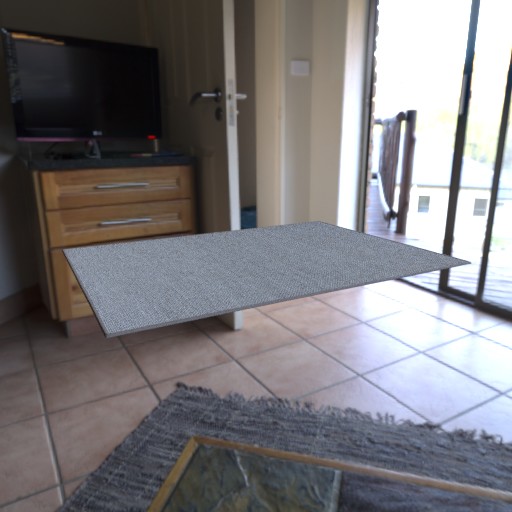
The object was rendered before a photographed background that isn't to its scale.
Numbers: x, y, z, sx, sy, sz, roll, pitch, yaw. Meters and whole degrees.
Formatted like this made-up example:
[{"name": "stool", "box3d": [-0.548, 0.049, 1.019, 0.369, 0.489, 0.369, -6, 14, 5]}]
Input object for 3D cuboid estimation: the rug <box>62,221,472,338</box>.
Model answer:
[{"name": "rug", "box3d": [0.000, 0.000, 2.789, 2.115, 0.013, 1.517, -8, 17, -28]}]
